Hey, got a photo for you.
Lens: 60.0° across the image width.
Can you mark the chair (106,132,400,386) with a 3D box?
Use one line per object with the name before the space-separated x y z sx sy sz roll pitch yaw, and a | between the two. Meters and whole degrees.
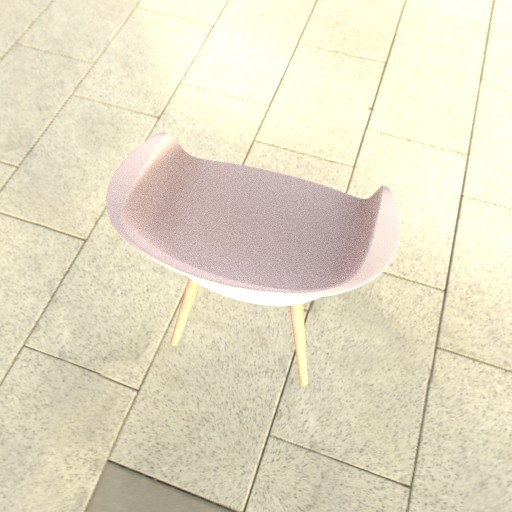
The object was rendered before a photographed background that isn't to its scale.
chair | 0.000 0.000 1.164 0.593 0.781 0.504 15 65 7
